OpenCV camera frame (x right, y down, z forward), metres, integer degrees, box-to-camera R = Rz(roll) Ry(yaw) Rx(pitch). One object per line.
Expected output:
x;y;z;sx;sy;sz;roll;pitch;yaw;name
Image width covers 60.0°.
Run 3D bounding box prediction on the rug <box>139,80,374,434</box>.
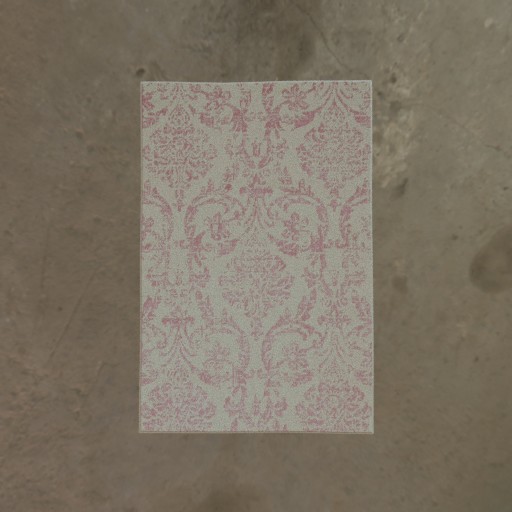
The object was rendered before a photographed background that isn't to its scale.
0.000;0.000;2.314;1.219;0.012;1.839;0;89;1;rug
